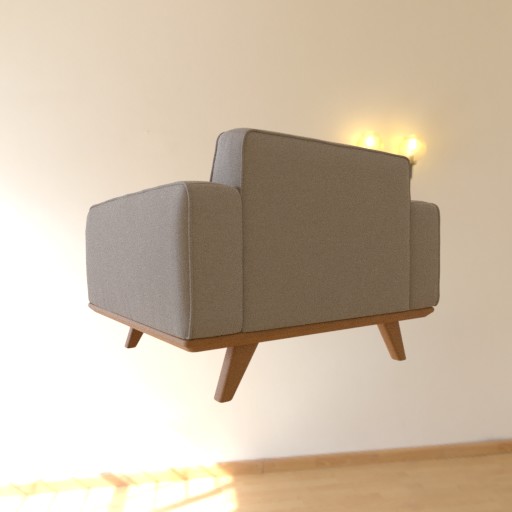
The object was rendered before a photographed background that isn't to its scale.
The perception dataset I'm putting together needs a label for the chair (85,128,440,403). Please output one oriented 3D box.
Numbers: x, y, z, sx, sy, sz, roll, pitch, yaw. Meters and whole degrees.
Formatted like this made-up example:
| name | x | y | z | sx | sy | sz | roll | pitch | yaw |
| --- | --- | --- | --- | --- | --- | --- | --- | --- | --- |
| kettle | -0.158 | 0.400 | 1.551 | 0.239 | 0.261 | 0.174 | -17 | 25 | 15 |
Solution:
| name | x | y | z | sx | sy | sz | roll | pitch | yaw |
| --- | --- | --- | --- | --- | --- | --- | --- | --- | --- |
| chair | 0.000 | 0.000 | 1.769 | 1.115 | 0.779 | 0.953 | -1 | 2 | -35 |
